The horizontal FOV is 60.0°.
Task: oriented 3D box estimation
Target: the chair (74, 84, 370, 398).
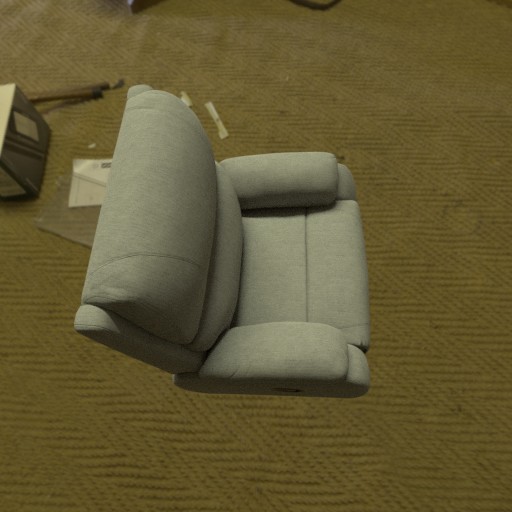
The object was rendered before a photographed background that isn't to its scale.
[{"bbox_3d":[0.000,0.000,1.657,0.899,1.011,0.930,2,63,1],"label":"chair"}]
